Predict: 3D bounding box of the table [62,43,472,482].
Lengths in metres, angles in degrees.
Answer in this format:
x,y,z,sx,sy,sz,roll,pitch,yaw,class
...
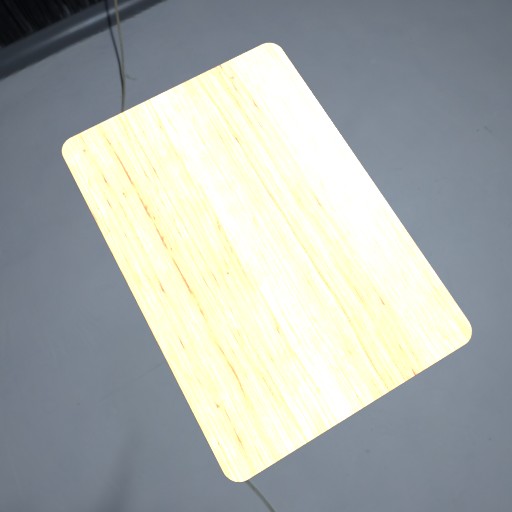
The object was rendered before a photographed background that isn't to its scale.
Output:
x,y,z,sx,sy,sz,roll,pitch,yaw,class
0.000,0.000,1.371,0.696,0.445,0.997,-29,78,-7,table
